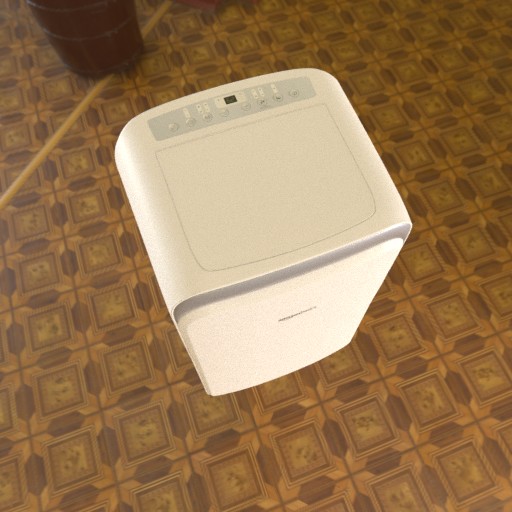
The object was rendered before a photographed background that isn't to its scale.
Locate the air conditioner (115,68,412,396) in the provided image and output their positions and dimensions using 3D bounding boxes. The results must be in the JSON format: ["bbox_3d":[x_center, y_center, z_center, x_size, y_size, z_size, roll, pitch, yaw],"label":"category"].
[{"bbox_3d":[0.000,0.000,1.065,0.478,0.765,0.467,-19,66,-9],"label":"air conditioner"}]
